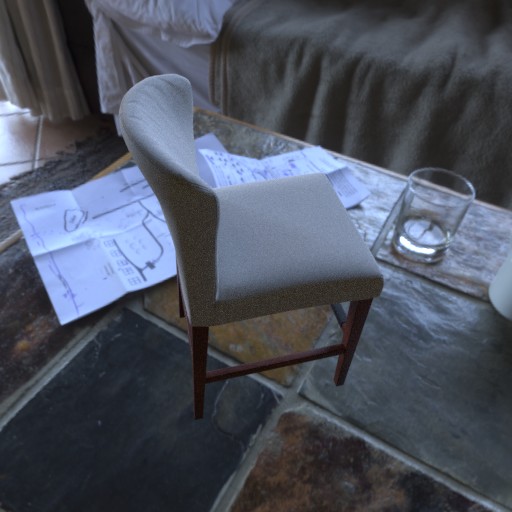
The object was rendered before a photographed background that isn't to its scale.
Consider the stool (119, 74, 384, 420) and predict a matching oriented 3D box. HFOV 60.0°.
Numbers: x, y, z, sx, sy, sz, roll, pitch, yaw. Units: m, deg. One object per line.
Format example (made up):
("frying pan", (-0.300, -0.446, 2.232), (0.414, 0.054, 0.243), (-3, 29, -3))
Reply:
("stool", (0.000, 0.000, 1.275), (0.568, 0.968, 0.479), (-10, 47, -9))
